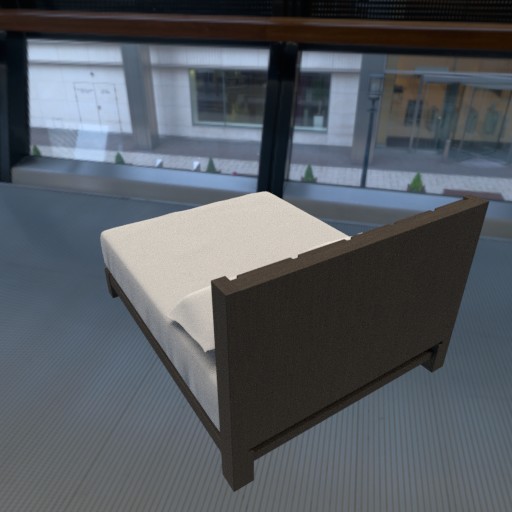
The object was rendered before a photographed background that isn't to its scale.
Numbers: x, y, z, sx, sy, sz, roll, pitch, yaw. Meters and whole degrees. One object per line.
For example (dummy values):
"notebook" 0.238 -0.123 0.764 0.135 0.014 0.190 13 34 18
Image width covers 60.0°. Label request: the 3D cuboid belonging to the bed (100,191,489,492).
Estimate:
"bed" 0.000 0.000 3.255 1.727 1.270 2.242 -18 34 -28
